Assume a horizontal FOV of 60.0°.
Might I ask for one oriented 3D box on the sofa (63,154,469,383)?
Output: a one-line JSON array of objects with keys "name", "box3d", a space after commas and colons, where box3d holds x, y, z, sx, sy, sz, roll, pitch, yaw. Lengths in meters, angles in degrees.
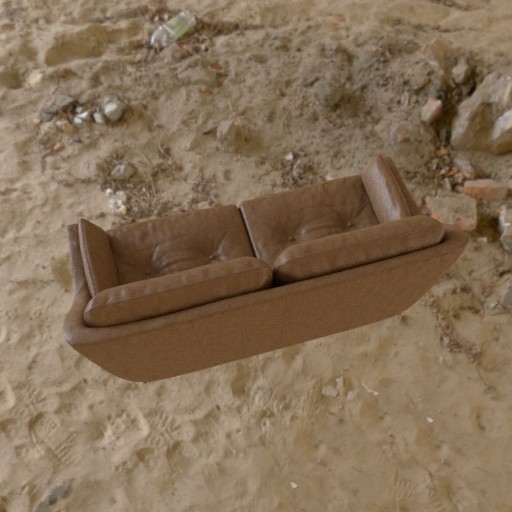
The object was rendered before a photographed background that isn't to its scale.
[{"name": "sofa", "box3d": [0.000, 0.000, 2.394, 1.902, 0.839, 0.904, -13, 60, -8]}]
